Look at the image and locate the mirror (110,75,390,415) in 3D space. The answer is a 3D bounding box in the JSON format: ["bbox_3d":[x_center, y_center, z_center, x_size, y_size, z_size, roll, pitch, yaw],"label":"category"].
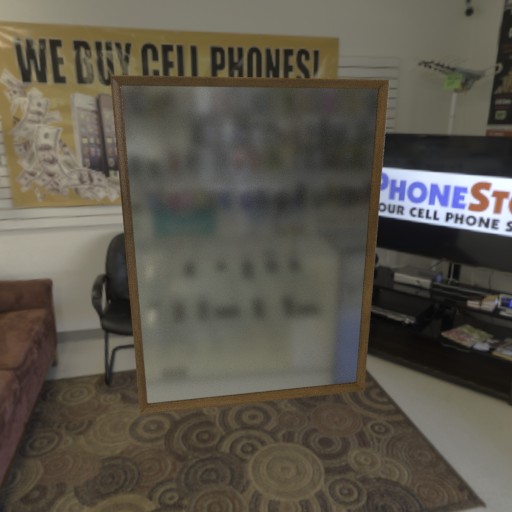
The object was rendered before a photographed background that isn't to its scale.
[{"bbox_3d":[0.000,0.000,1.359,0.762,1.016,0.041,-3,17,-10],"label":"mirror"}]
